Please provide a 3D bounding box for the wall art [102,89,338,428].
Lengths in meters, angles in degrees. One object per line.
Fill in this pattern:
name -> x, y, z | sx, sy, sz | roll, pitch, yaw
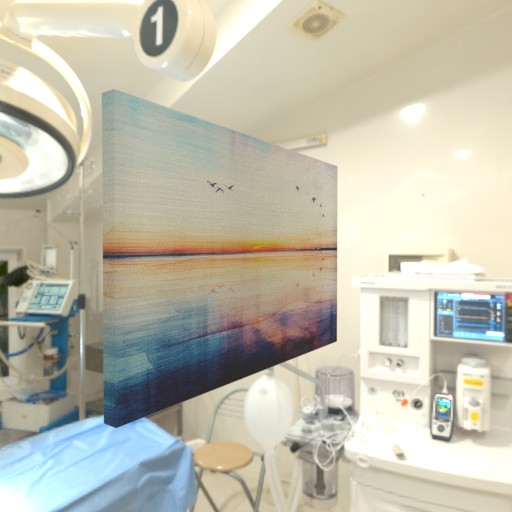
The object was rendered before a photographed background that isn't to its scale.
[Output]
wall art -> 0.000, 0.000, 1.169 | 0.037, 0.605, 0.911 | 1, 1, 36
